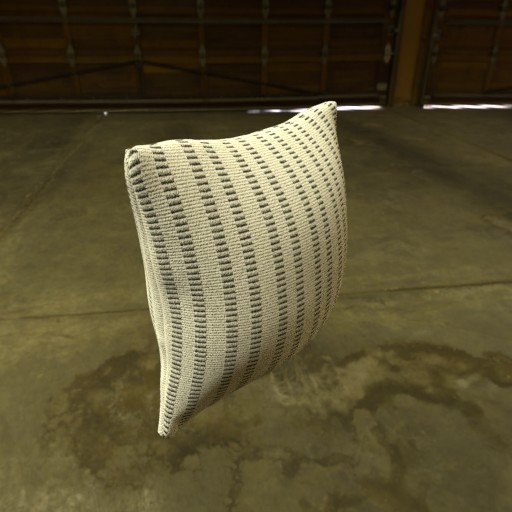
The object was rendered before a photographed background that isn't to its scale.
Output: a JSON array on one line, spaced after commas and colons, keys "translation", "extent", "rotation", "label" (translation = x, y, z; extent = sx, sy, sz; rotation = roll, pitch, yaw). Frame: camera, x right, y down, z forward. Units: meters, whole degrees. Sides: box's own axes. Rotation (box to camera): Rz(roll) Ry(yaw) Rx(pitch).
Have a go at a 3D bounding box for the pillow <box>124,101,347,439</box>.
[{"translation": [0.000, 0.000, 0.693], "extent": [0.247, 0.419, 0.438], "rotation": [19, 32, 33], "label": "pillow"}]
